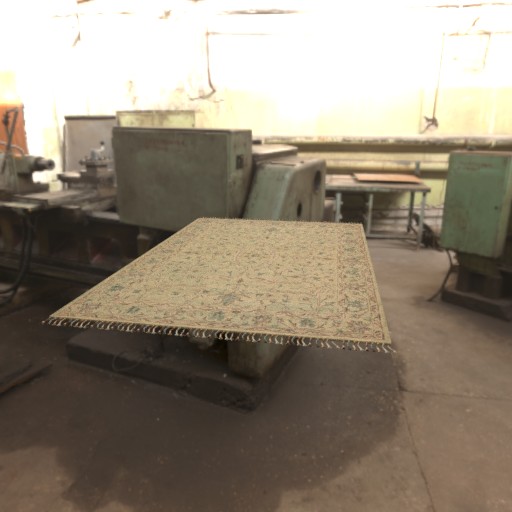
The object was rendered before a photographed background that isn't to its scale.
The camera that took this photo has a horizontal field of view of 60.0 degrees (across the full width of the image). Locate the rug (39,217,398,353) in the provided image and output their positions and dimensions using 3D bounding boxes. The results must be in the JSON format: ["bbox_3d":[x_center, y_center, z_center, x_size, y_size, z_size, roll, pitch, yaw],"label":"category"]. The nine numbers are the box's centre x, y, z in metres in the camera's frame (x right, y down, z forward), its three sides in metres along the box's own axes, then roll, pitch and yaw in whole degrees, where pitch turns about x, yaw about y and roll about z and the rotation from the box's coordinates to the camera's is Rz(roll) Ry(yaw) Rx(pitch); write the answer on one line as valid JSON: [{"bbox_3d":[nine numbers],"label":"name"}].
[{"bbox_3d":[0.000,0.000,2.970,1.544,0.010,2.435,3,17,10],"label":"rug"}]
